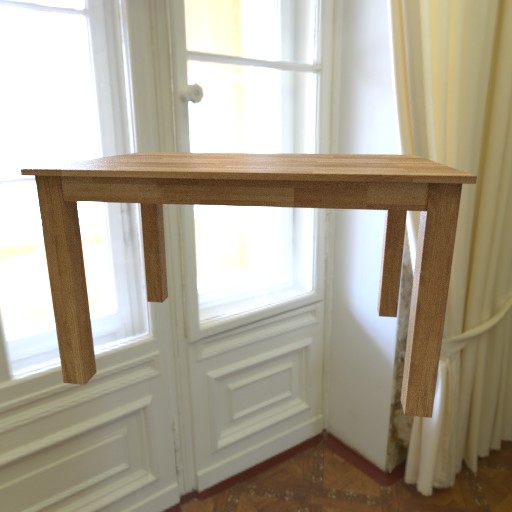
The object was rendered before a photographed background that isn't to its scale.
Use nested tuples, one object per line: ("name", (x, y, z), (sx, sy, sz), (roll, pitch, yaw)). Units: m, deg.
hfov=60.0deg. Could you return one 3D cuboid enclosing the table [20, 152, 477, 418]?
("table", (0.000, 0.000, 1.774), (1.300, 0.750, 0.900), (3, 17, 9))
